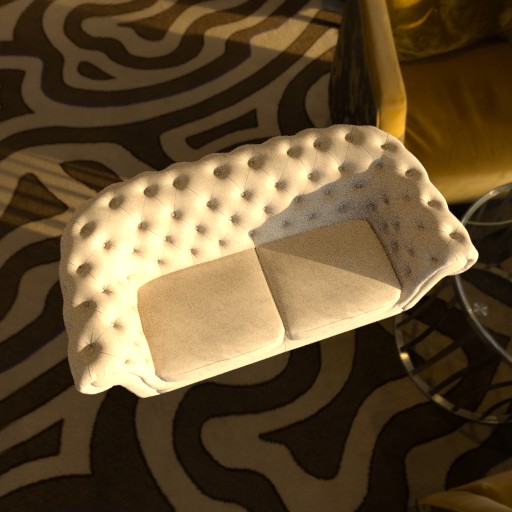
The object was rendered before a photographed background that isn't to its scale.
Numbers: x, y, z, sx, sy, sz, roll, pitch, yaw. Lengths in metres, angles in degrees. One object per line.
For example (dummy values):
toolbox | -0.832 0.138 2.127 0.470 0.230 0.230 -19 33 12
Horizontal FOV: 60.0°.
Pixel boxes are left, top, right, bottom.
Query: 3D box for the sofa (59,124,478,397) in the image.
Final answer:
sofa | 0.000 0.000 2.510 1.988 0.835 1.069 -17 65 -8
